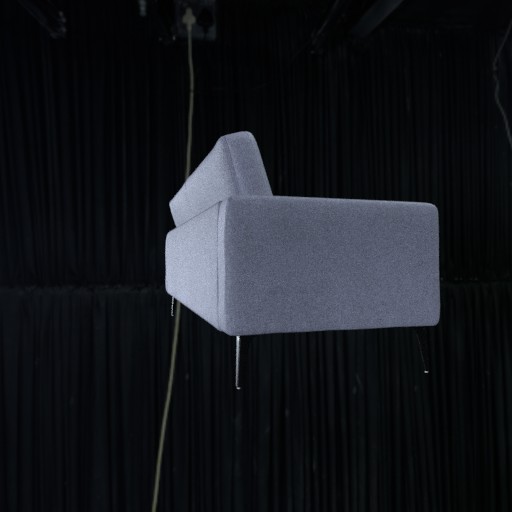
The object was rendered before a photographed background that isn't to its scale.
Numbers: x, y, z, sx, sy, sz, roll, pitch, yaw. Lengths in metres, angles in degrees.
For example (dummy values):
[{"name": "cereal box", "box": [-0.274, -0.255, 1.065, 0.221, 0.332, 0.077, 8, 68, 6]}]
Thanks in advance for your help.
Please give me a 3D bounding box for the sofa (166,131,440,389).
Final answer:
[{"name": "sofa", "box": [0.000, 0.000, 2.347, 0.774, 0.828, 1.925, 0, -1, -17]}]
